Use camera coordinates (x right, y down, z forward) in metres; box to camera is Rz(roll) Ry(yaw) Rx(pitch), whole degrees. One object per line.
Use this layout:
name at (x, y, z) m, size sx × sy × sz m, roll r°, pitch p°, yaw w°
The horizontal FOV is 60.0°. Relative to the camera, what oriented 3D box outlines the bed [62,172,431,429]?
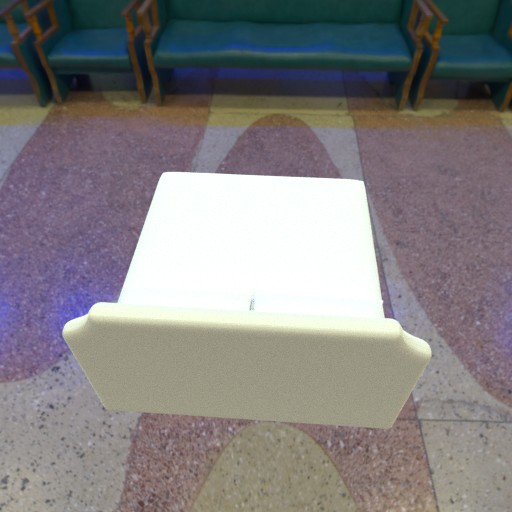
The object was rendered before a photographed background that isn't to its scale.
bed at (0.000, 0.000, 3.589) m, size 2.160 × 1.301 × 2.204 m, roll 3°, pitch 48°, yaw 3°
